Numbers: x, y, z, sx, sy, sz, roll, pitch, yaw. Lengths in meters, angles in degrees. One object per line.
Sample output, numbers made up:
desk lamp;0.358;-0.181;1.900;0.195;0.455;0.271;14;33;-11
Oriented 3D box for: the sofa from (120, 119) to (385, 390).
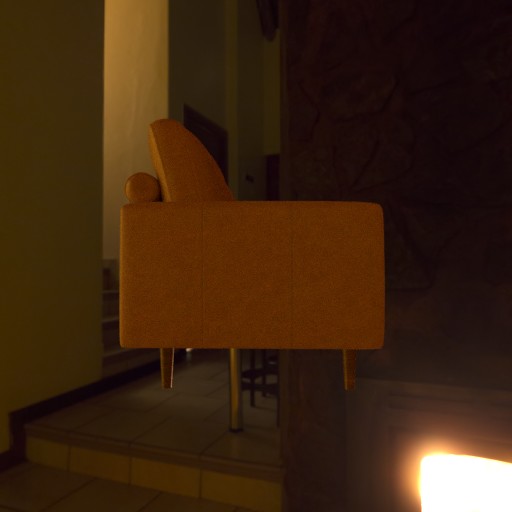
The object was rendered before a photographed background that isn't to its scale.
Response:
sofa;0.000;0.000;2.027;0.868;0.898;1.430;0;-1;2
